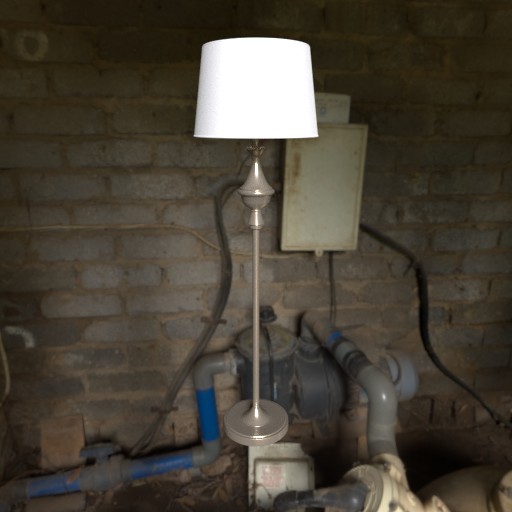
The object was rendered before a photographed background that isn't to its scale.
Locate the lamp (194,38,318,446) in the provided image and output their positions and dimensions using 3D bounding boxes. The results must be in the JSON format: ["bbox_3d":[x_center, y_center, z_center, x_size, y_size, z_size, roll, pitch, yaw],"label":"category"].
[{"bbox_3d":[0.000,0.000,1.667,0.431,1.488,0.431,0,17,0],"label":"lamp"}]
